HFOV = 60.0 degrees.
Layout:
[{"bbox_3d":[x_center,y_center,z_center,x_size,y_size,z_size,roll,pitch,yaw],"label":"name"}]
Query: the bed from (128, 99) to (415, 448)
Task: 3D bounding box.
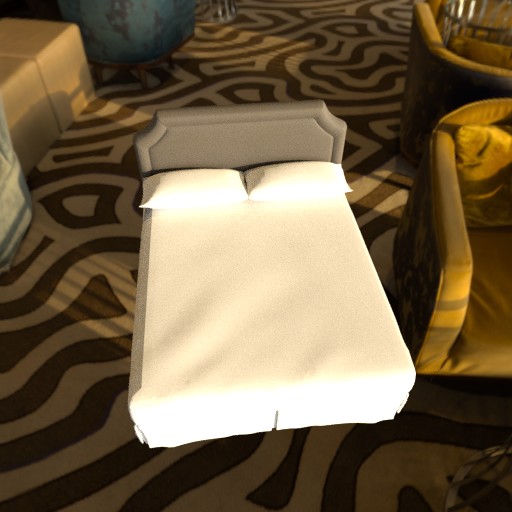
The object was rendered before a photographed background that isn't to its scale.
[{"bbox_3d":[0.000,0.000,3.883,2.194,1.561,2.536,-5,47,-5],"label":"bed"}]
